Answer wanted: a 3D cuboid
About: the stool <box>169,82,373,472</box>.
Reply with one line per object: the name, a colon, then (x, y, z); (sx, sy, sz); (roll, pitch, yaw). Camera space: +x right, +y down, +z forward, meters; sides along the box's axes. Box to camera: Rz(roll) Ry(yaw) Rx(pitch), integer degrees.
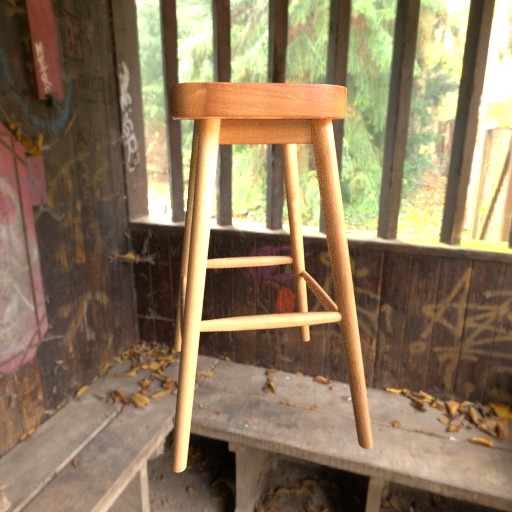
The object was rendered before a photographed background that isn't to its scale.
stool: (0.000, 0.000, 0.885); (0.361, 0.615, 0.440); (-3, 17, -9)
